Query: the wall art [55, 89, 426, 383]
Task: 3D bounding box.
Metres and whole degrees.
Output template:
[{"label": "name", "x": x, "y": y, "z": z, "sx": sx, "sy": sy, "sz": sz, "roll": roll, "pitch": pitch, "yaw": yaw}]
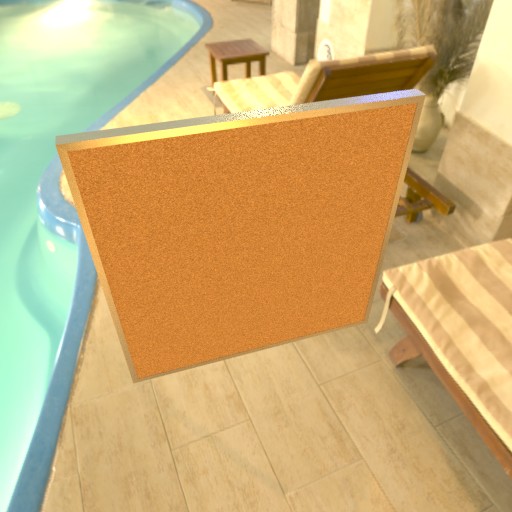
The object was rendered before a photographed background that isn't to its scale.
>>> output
[{"label": "wall art", "x": 0.000, "y": 0.000, "z": 1.208, "sx": 0.806, "sy": 0.806, "sz": 0.038, "roll": -12, "pitch": 43, "yaw": -13}]
